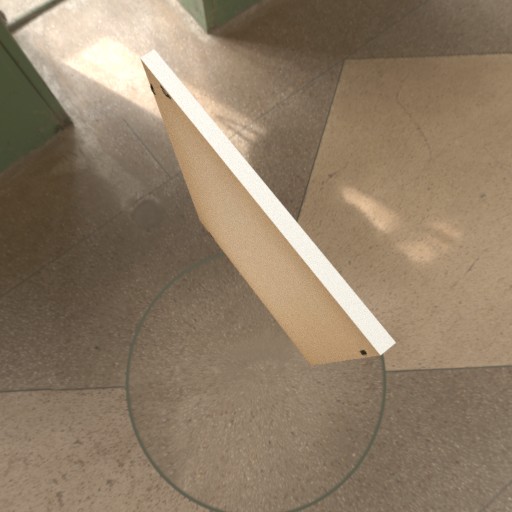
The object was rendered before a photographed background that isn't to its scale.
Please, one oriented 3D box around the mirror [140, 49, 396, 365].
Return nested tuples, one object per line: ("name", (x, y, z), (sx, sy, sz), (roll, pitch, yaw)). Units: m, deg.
("mirror", (0.000, 0.000, 1.342), (0.041, 1.016, 0.762), (-36, 78, -9))
